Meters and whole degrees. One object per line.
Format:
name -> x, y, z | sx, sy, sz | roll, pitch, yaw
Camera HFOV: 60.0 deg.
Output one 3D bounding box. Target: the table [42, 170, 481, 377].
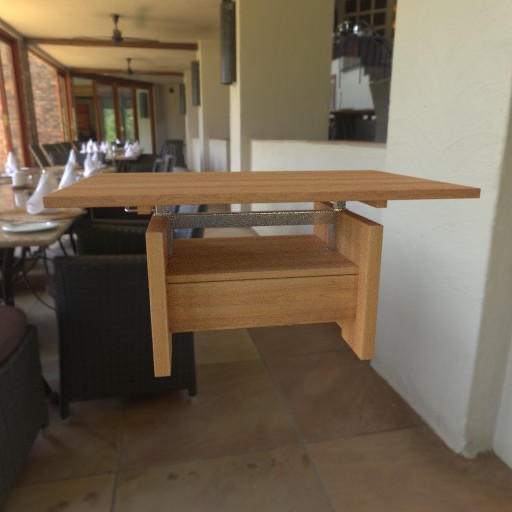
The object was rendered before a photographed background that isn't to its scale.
table -> 0.000, 0.000, 1.493 | 1.100, 0.510, 0.700 | -2, 15, -9
